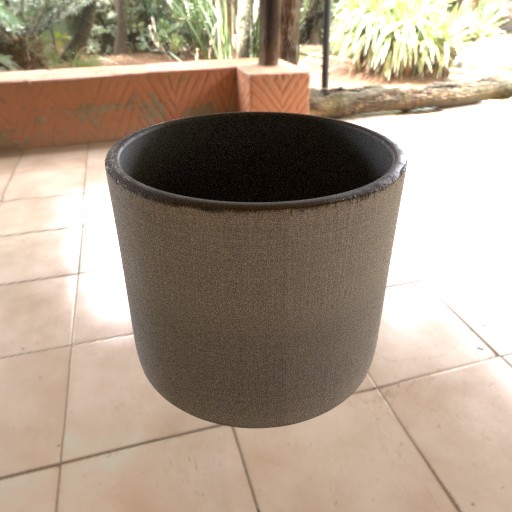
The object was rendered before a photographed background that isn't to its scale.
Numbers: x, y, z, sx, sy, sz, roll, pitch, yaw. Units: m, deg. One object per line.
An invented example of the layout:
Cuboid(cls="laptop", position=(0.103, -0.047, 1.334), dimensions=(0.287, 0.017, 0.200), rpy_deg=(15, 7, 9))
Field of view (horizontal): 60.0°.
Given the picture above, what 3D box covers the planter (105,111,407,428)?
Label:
Cuboid(cls="planter", position=(0.000, 0.000, 0.436), dimensions=(0.254, 0.221, 0.254), rpy_deg=(0, 31, 0))
